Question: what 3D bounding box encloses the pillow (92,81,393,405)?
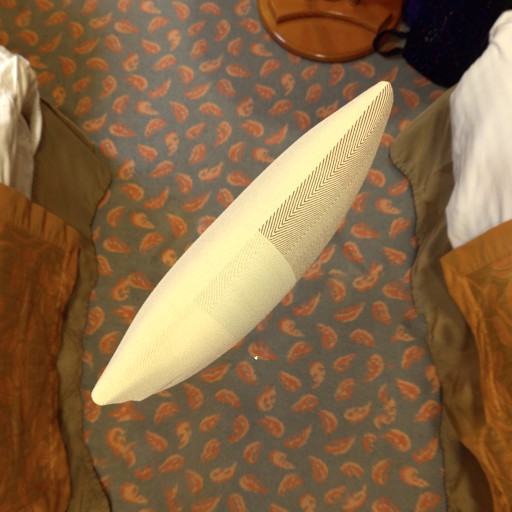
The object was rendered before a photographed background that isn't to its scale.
[{"bbox_3d":[0.000,0.000,0.644,0.139,0.305,0.506,41,80,9],"label":"pillow"}]
